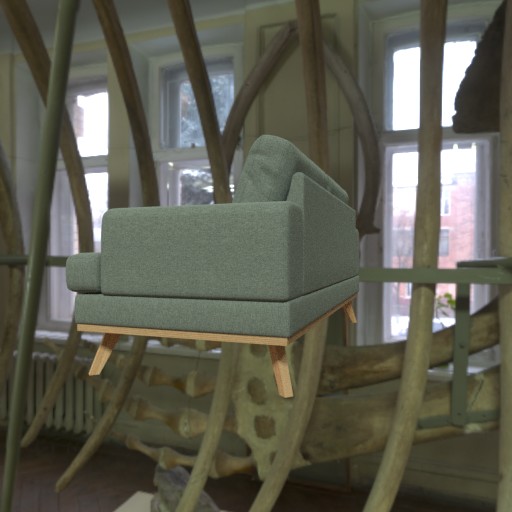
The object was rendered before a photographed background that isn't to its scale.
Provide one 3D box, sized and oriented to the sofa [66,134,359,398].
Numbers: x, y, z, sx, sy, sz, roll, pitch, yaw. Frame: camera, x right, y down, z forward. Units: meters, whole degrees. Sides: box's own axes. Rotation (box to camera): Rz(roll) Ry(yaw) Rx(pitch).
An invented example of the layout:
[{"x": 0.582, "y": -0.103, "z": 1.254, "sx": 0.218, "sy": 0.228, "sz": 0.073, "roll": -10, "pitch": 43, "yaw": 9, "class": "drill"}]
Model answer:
[{"x": 0.000, "y": 0.000, "z": 2.115, "sx": 0.785, "sy": 0.810, "sz": 1.650, "roll": 0, "pitch": 0, "yaw": 20, "class": "sofa"}]
